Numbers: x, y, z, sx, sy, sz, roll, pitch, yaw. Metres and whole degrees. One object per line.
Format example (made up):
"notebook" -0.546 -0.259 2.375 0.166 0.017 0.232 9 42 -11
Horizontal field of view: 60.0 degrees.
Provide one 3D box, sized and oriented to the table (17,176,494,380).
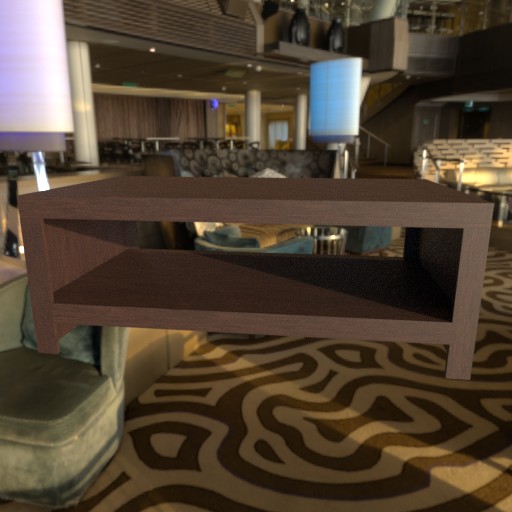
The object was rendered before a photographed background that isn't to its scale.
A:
"table" 0.000 0.000 1.352 1.099 0.424 0.597 2 15 7
